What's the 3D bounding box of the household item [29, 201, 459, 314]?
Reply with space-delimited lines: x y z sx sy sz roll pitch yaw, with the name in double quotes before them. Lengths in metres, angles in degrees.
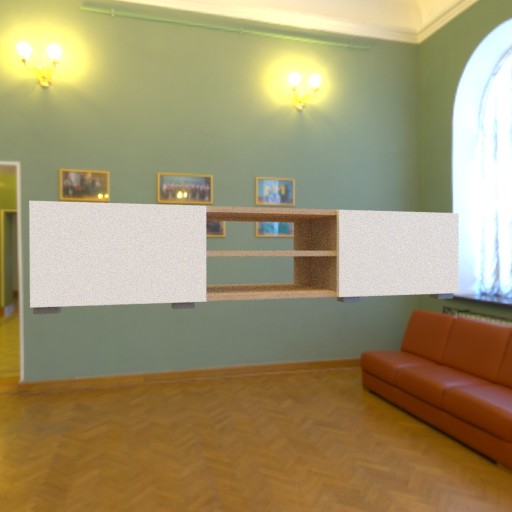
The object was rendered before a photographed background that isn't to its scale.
"household item" 0.000 0.000 1.594 1.400 0.310 0.420 0 1 -17
